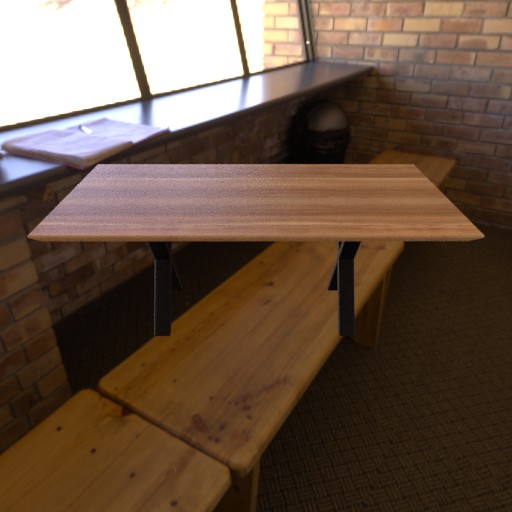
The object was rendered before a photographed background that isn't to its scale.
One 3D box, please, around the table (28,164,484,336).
[{"bbox_3d":[0.000,0.000,2.563,2.000,0.770,1.000,0,30,0],"label":"table"}]
